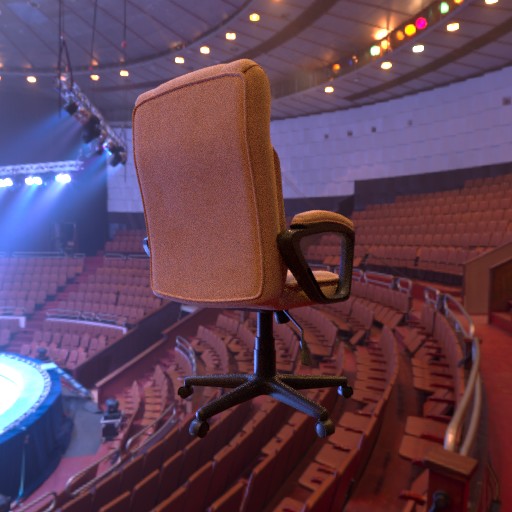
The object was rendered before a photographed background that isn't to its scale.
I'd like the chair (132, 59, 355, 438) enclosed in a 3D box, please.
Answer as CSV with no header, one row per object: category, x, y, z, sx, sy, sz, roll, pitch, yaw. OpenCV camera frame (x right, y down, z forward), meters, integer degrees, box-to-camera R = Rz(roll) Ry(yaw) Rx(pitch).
chair,0.000,0.000,1.583,0.667,1.105,0.724,0,0,37
